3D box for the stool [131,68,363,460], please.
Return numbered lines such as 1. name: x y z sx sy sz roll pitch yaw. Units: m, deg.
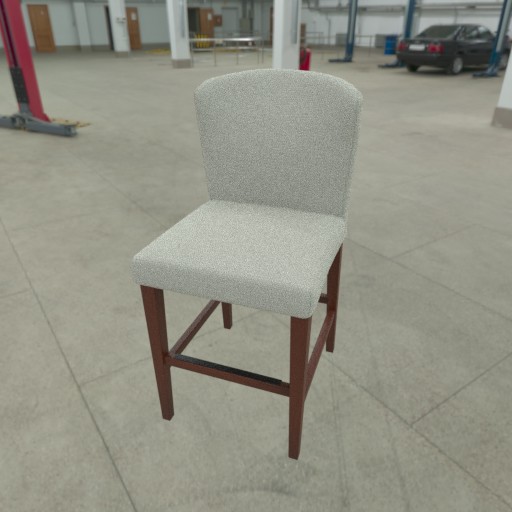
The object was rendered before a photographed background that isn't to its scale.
1. stool: 0.000 0.000 1.298 0.481 0.969 0.568 10 30 17
